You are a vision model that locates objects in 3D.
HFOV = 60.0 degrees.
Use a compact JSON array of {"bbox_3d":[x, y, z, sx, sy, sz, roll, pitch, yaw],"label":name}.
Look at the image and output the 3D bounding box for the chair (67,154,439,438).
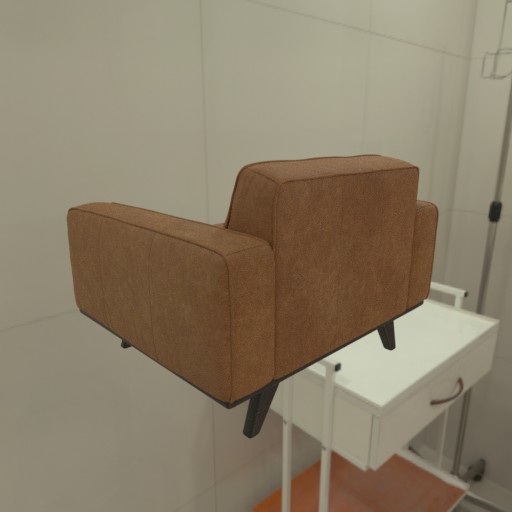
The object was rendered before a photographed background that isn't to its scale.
[{"bbox_3d":[0.000,0.000,1.731,1.118,0.782,0.952,-14,21,-41],"label":"chair"}]
